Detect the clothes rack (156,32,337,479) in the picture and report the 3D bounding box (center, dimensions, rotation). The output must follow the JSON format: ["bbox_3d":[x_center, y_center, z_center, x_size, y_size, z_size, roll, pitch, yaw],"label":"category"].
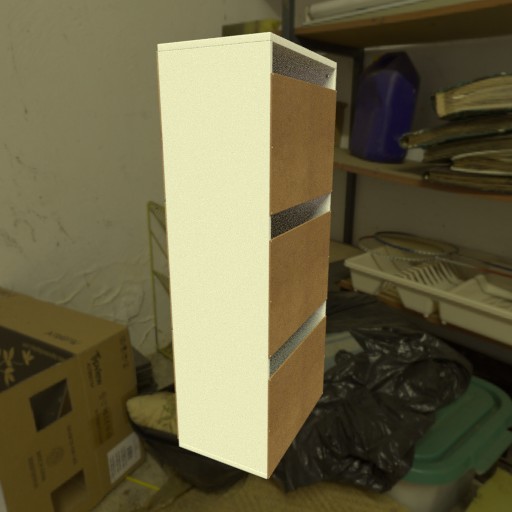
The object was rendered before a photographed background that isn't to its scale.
[{"bbox_3d":[0.000,0.000,1.419,0.331,1.187,0.500,8,17,26],"label":"clothes rack"}]
